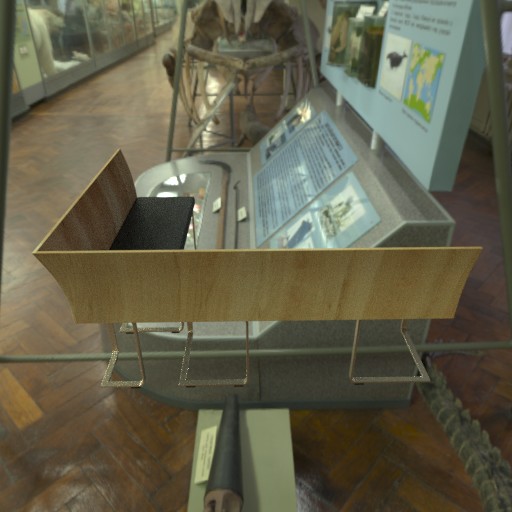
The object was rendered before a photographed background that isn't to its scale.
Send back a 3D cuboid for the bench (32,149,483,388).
[{"bbox_3d":[0.000,0.000,2.787,1.945,0.930,1.495,-1,30,-1],"label":"bench"}]
